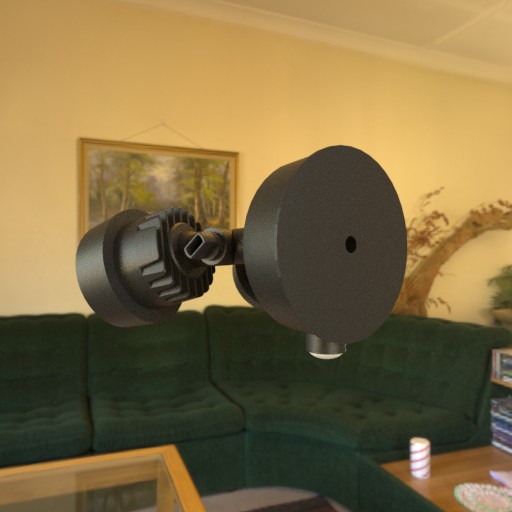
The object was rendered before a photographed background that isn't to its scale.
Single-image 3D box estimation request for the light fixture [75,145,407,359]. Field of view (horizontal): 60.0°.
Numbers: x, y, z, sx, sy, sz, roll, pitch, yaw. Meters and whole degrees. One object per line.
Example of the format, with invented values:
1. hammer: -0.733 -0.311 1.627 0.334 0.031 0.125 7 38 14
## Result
1. light fixture: 0.000 0.000 0.309 0.213 0.120 0.168 0 -1 -38
